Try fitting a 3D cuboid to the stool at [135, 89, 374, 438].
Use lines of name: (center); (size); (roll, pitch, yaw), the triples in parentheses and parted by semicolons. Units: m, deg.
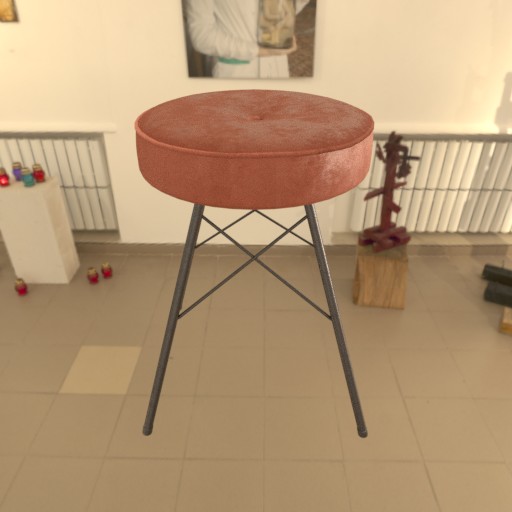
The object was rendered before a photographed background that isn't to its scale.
stool: (0.000, 0.000, 0.912); (0.457, 0.593, 0.421); (0, 32, 1)
